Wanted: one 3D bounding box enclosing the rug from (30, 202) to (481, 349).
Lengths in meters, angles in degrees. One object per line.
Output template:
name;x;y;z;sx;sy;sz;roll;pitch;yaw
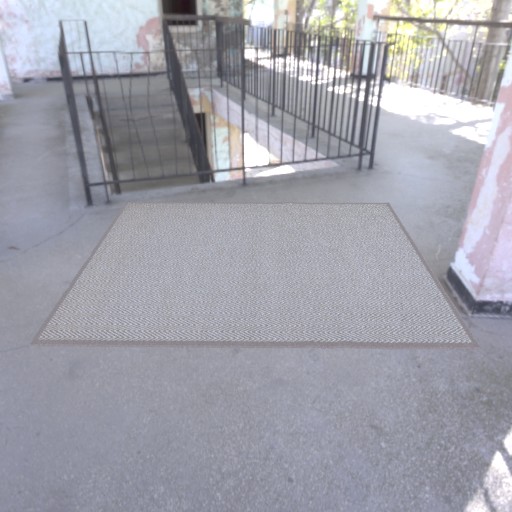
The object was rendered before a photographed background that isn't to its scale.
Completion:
rug;0.000;0.000;3.990;3.007;0.032;2.434;0;30;1
